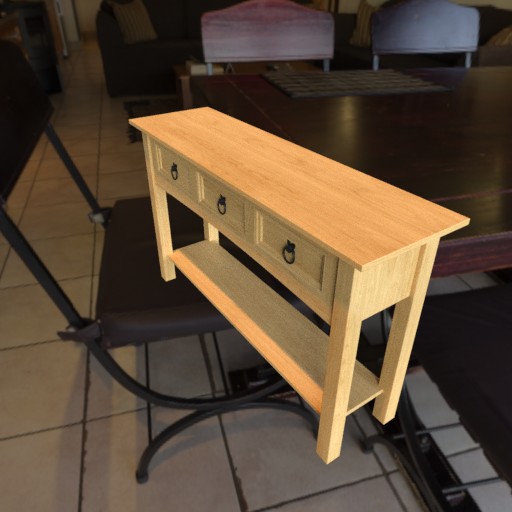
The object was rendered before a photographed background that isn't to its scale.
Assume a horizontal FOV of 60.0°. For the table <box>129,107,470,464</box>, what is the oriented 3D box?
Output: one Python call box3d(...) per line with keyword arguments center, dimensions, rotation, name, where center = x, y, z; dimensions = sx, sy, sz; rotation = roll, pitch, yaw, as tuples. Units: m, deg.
box3d(center=(0.000, 0.000, 1.564), dimensions=(0.350, 0.730, 1.240), rotation=(-20, 37, -28), name="table")
